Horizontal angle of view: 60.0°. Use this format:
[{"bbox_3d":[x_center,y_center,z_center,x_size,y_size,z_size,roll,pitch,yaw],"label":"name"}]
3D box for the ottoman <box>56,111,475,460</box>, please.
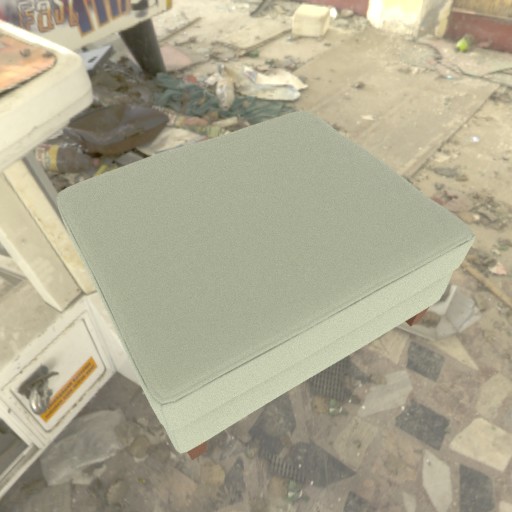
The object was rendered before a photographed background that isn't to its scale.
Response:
[{"bbox_3d":[0.000,0.000,1.451,0.991,0.494,0.842,-24,52,-21],"label":"ottoman"}]
